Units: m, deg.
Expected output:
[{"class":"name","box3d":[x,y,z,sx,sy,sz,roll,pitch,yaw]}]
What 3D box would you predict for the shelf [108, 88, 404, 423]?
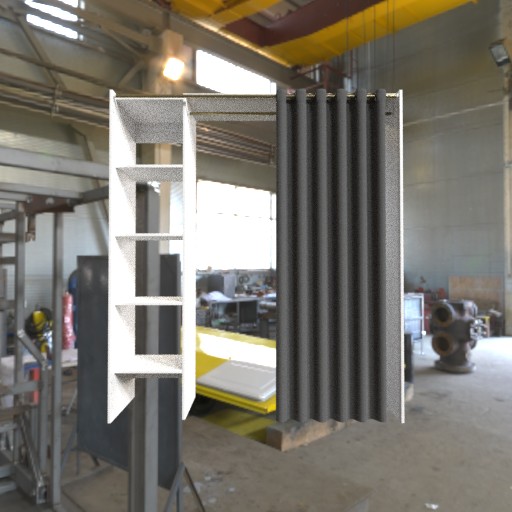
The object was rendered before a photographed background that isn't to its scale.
[{"class":"shelf","box3d":[0.000,0.000,2.630,1.600,1.810,0.500,0,-1,0]}]
